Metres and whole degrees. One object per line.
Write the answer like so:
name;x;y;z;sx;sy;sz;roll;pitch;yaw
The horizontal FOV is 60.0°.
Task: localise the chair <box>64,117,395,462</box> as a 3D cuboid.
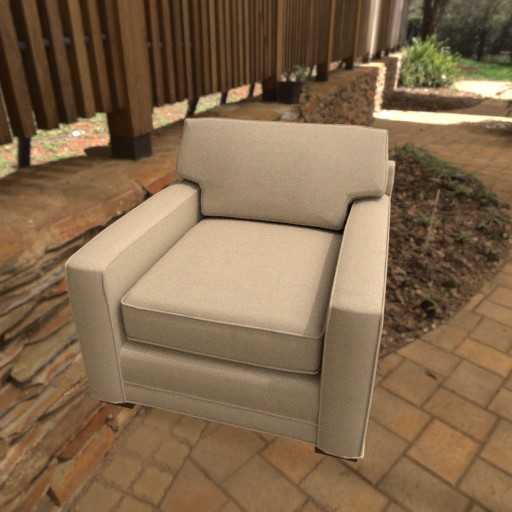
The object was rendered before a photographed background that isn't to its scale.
chair;0.000;0.000;1.771;0.998;0.913;1.043;8;28;14
